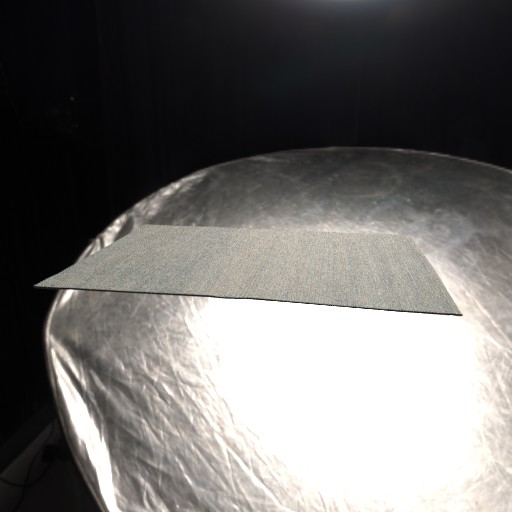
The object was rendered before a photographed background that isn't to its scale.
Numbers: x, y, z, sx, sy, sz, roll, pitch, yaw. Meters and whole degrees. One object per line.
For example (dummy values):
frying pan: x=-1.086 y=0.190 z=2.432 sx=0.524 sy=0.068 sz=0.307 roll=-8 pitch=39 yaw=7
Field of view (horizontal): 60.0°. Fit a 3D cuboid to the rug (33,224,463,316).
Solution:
rug: x=0.000 y=0.000 z=5.407 sx=4.078 sy=0.052 sz=2.802 roll=3 pitch=17 yaw=10
